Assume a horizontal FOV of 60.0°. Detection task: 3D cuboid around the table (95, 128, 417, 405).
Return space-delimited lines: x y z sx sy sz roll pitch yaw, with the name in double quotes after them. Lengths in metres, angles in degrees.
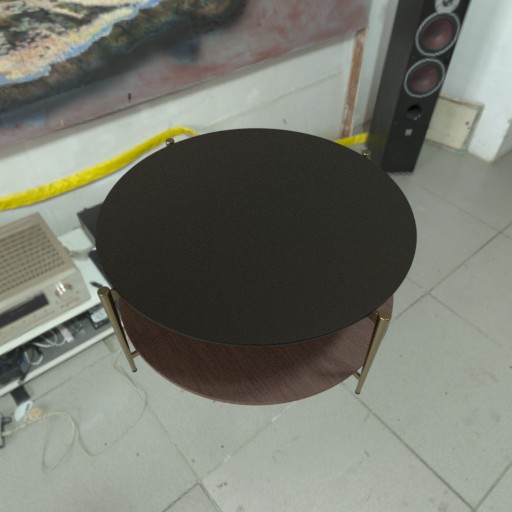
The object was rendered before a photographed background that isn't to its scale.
0.000 0.000 1.475 0.938 0.400 0.938 16 48 14 "table"
